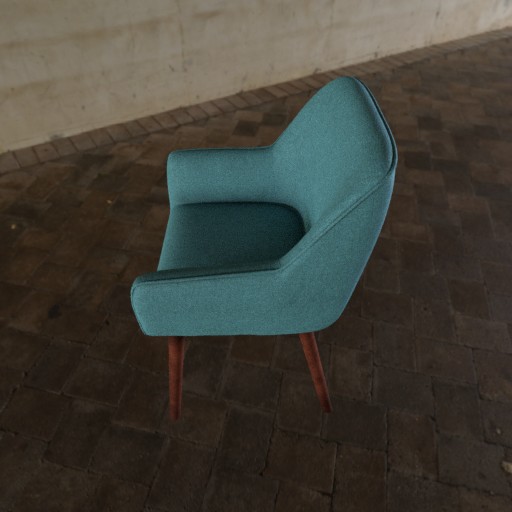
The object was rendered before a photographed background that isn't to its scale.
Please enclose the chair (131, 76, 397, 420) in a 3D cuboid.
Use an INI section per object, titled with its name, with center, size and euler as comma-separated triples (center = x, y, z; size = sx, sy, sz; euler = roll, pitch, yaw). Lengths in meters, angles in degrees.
[chair]
center = 0.000, 0.000, 1.170
size = 0.519, 0.803, 0.543
euler = 0, 42, 0
